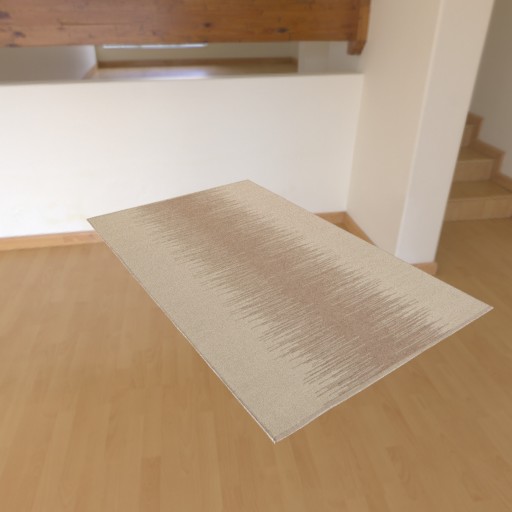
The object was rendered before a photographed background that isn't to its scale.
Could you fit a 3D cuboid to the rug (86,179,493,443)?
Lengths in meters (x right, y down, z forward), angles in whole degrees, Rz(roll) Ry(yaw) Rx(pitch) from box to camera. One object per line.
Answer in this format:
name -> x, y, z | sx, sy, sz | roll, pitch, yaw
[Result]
rug -> 0.000, 0.000, 2.948 | 1.522, 0.012, 2.440 | -19, 35, -30
